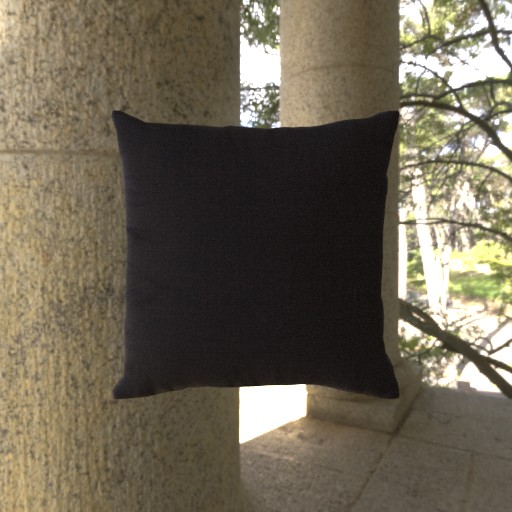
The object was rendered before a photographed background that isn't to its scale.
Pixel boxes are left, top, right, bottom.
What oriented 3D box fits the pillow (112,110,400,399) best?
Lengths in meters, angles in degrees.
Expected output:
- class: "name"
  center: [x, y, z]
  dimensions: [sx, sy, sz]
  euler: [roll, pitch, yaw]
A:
- class: "pillow"
  center: [0.000, 0.000, 0.664]
  dimensions: [0.432, 0.432, 0.139]
  euler: [0, 2, 0]
